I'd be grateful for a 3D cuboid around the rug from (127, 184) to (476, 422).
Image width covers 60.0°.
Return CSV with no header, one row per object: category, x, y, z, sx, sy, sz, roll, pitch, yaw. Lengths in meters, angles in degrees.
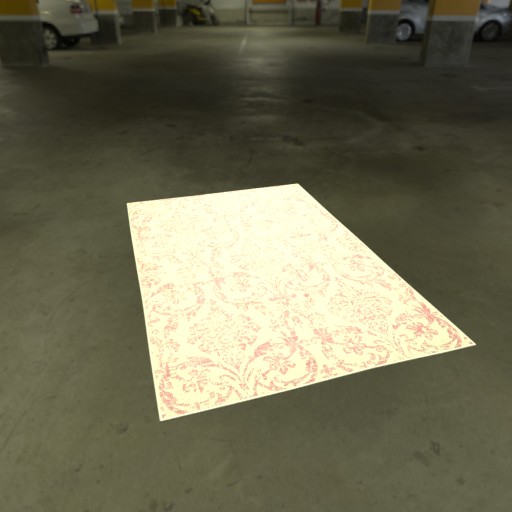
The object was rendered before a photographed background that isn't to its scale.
rug,0.000,0.000,3.469,1.819,0.018,2.746,-9,31,-15
